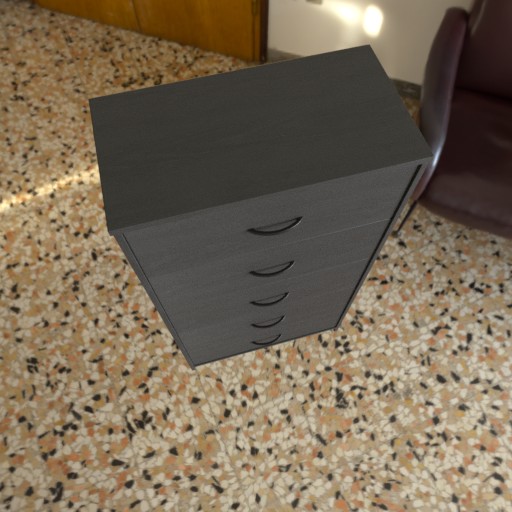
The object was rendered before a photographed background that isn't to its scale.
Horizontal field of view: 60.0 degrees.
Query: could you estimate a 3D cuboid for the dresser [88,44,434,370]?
[{"bbox_3d":[0.000,0.000,1.551,0.704,1.255,0.399,-14,64,-7],"label":"dresser"}]
